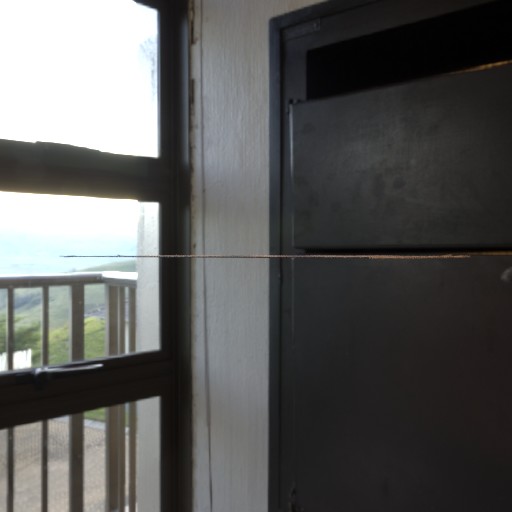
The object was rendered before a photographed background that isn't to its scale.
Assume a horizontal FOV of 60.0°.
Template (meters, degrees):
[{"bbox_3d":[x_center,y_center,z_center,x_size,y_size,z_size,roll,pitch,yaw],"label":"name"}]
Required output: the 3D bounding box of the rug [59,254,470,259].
[{"bbox_3d":[0.000,0.000,1.914,1.541,0.013,0.920,0,0,36],"label":"rug"}]
